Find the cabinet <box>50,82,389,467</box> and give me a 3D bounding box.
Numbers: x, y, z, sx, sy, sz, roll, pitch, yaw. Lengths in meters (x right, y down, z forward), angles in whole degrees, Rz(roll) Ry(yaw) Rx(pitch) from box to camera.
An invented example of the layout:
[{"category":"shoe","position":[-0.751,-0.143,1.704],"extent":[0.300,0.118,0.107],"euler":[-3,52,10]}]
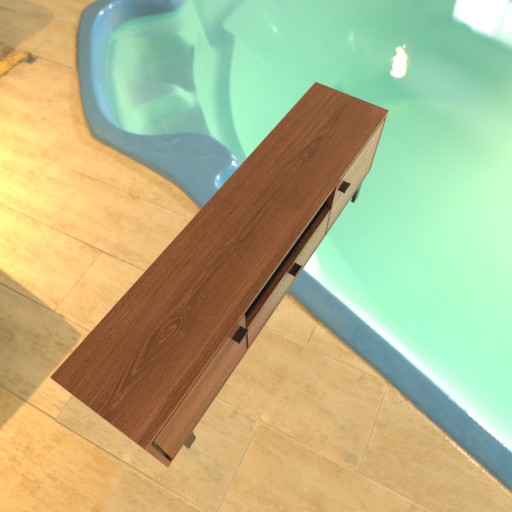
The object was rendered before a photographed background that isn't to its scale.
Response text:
[{"category":"cabinet","position":[0.000,0.000,1.845],"extent":[0.400,0.500,1.650],"euler":[28,62,17]}]
